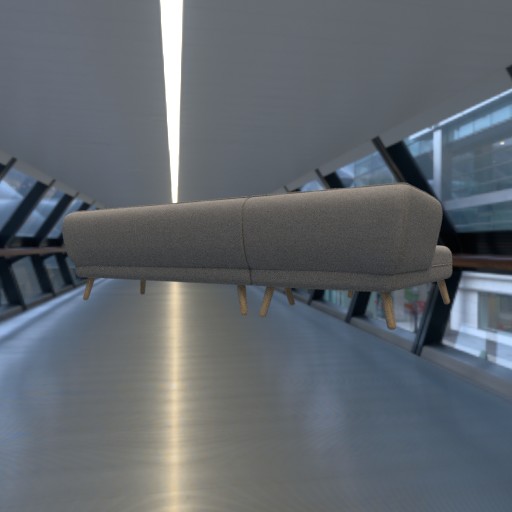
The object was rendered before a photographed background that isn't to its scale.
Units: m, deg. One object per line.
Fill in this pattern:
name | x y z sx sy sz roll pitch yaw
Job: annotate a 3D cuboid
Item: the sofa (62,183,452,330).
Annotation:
sofa | 0.000 0.000 3.325 2.653 0.693 1.532 0 0 34
